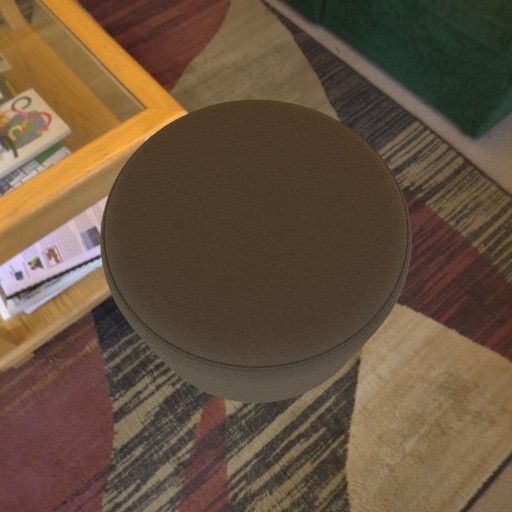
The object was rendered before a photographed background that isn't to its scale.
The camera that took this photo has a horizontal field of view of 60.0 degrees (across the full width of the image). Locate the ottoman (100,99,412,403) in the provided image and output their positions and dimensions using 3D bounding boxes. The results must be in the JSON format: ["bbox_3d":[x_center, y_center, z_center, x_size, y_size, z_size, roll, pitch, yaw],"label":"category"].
[{"bbox_3d":[0.000,0.000,1.012,0.608,0.433,0.608,0,65,0],"label":"ottoman"}]
